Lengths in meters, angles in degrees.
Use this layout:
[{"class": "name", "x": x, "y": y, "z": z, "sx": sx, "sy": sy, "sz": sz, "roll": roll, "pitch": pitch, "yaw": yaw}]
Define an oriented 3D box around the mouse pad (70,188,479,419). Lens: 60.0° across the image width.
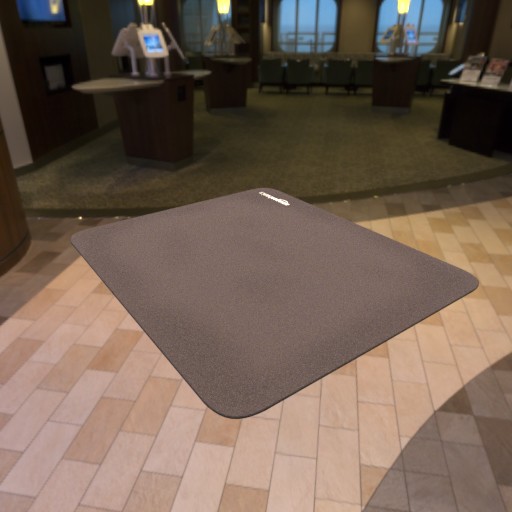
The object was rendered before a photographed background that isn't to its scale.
[{"class": "mouse pad", "x": 0.000, "y": 0.000, "z": 0.424, "sx": 0.269, "sy": 0.002, "sz": 0.315, "roll": -19, "pitch": 33, "yaw": -32}]
